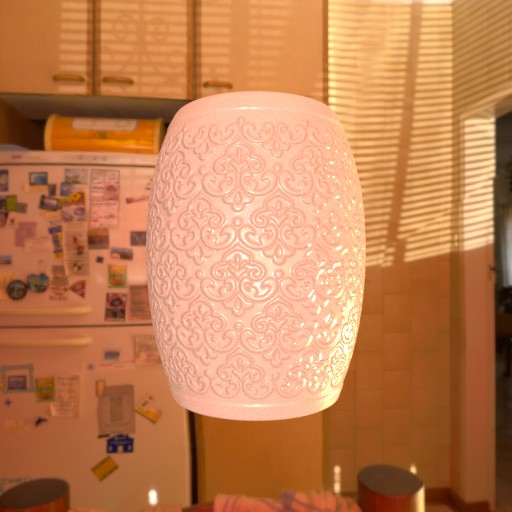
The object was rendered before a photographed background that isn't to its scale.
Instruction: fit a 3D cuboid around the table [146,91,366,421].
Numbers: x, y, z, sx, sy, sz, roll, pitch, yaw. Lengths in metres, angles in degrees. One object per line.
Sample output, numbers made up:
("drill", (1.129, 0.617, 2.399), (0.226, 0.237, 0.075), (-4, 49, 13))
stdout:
("table", (0.000, 0.000, 0.642), (0.309, 0.397, 0.309), (0, 0, 0))
